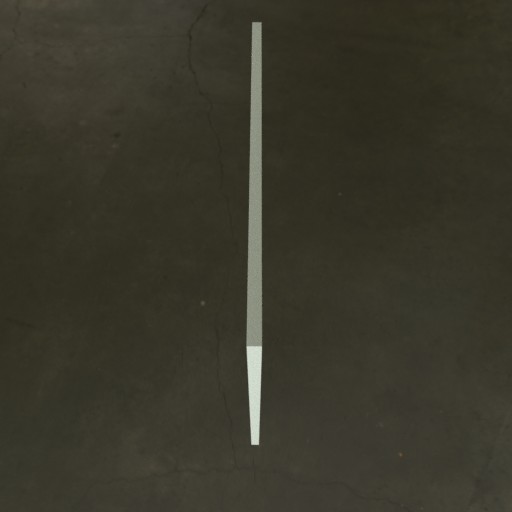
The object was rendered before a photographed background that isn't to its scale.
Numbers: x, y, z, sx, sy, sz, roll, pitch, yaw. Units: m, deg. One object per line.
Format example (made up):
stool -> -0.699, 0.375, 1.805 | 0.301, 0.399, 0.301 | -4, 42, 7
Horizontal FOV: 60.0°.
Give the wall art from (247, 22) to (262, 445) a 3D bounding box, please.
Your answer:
wall art -> 0.000, 0.000, 1.177 | 0.022, 0.803, 0.805 | 0, 58, 0
